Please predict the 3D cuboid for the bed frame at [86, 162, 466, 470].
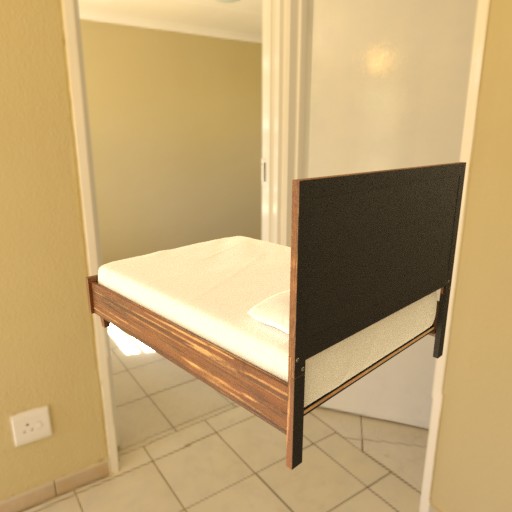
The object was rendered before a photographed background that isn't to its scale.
[{"bbox_3d":[0.000,0.000,3.352,1.696,1.417,2.276,-14,21,-42],"label":"bed frame"}]
